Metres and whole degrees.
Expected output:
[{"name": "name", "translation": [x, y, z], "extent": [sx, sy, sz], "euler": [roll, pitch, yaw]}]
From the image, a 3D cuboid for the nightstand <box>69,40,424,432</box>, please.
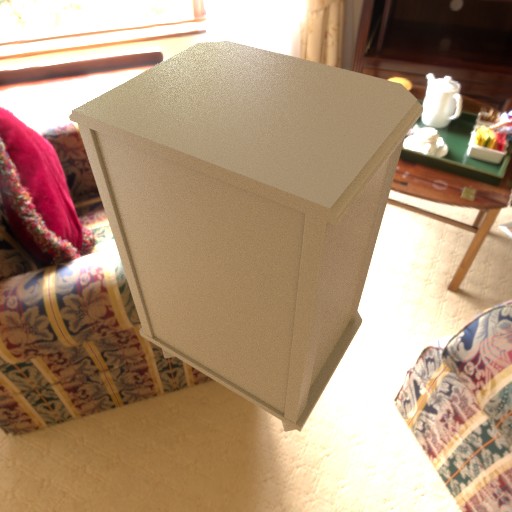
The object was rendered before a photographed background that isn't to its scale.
[{"name": "nightstand", "translation": [0.000, 0.000, 0.909], "extent": [0.435, 0.680, 0.348], "euler": [25, 51, 22]}]
